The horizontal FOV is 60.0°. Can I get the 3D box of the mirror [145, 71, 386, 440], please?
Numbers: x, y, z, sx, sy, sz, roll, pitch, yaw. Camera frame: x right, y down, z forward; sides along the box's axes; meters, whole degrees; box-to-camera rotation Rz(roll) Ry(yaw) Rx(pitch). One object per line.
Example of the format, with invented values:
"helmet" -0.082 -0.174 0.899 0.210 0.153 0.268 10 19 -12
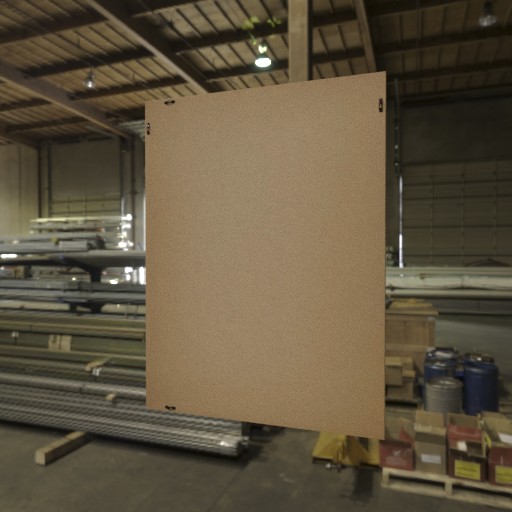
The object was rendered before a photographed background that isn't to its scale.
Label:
"mirror" 0.000 0.000 1.358 0.762 1.016 0.040 0 1 19
